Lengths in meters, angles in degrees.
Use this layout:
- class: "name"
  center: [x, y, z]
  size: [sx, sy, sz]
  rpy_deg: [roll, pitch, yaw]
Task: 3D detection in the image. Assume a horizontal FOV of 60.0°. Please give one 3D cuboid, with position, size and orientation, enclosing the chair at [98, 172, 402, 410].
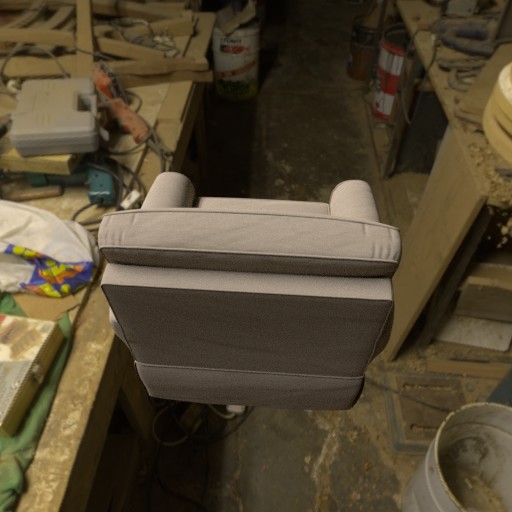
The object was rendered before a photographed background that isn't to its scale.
- class: "chair"
  center: [0.000, 0.000, 1.967]
  size: [1.135, 1.017, 0.988]
  rpy_deg: [3, 47, 3]
